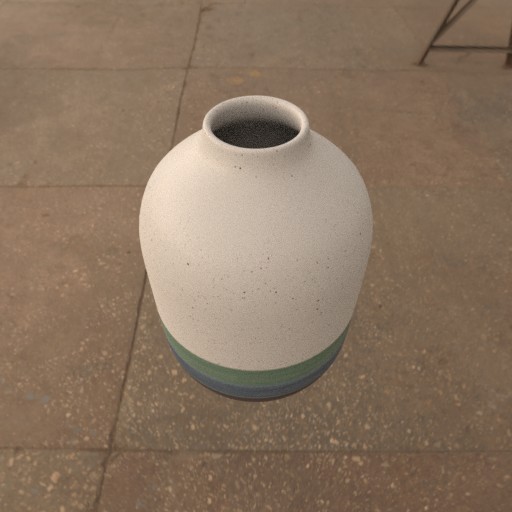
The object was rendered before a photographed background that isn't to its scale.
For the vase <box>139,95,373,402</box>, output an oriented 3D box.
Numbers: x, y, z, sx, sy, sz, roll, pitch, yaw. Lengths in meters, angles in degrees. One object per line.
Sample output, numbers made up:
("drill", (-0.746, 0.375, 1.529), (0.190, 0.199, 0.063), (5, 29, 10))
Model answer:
("vase", (0.000, 0.000, 0.354), (0.169, 0.240, 0.169), (0, 48, 0))
